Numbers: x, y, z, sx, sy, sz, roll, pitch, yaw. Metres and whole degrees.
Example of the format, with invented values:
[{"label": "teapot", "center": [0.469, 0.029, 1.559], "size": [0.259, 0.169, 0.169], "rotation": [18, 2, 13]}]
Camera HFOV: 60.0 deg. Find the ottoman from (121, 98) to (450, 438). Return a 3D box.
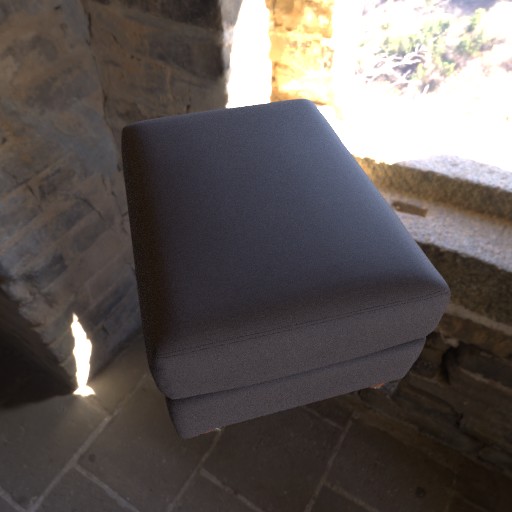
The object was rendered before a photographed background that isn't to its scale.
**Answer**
[{"label": "ottoman", "center": [0.000, 0.000, 1.144], "size": [0.574, 0.497, 0.773], "rotation": [-11, 48, -10]}]
